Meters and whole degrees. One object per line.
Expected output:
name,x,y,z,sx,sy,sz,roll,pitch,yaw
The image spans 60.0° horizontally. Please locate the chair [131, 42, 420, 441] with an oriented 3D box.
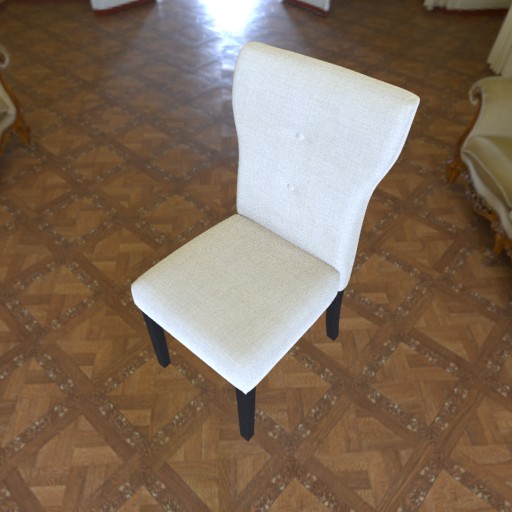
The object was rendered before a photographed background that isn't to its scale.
chair,0.000,0.000,1.268,0.509,0.921,0.597,32,53,27
